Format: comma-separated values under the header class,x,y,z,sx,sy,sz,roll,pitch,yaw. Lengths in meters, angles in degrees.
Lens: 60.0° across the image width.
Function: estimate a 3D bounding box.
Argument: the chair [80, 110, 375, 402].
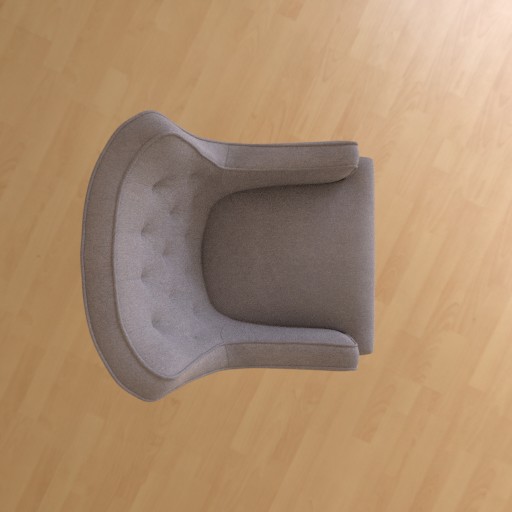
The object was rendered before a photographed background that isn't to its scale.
class,x,y,z,sx,sy,sz,roll,pitch,yaw
chair,0.000,0.000,1.591,0.910,0.919,0.781,0,90,1
